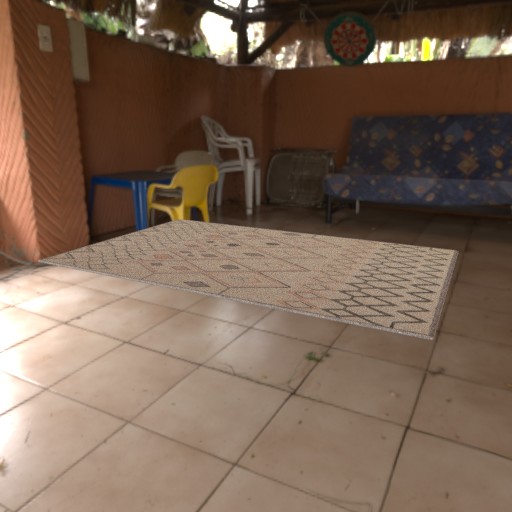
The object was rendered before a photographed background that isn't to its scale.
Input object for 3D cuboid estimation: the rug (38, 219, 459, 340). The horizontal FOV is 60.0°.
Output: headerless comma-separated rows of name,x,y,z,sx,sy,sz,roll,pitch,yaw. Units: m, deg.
rug,0.000,0.000,3.020,2.438,0.015,1.524,8,18,26
